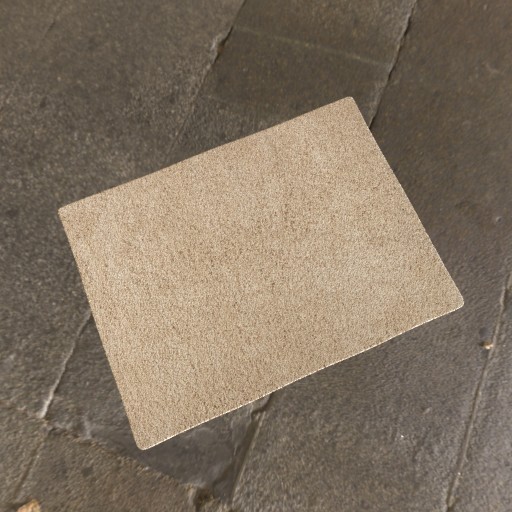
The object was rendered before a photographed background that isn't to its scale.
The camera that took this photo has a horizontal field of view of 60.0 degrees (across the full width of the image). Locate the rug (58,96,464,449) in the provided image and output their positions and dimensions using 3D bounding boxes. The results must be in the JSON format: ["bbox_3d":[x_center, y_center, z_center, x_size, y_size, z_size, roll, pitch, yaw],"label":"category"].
[{"bbox_3d":[0.000,0.000,2.112,1.600,0.025,1.199,-23,77,-6],"label":"rug"}]
